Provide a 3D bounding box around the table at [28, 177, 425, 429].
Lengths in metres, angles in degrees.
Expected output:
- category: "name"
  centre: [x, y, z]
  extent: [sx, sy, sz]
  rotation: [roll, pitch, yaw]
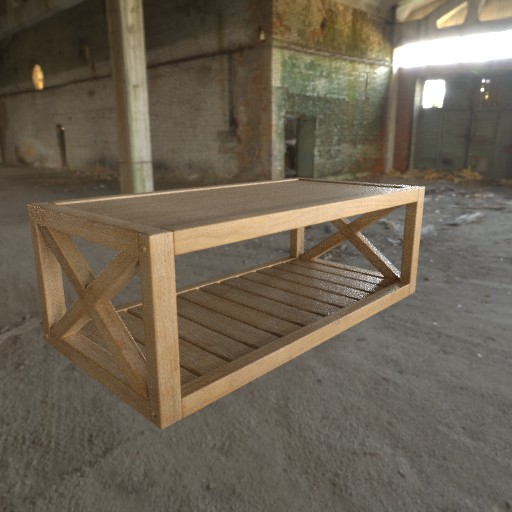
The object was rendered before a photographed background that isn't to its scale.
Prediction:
- category: "table"
  centre: [0.000, 0.000, 1.632]
  extent: [0.660, 0.457, 1.321]
  rotation: [14, 20, 42]
